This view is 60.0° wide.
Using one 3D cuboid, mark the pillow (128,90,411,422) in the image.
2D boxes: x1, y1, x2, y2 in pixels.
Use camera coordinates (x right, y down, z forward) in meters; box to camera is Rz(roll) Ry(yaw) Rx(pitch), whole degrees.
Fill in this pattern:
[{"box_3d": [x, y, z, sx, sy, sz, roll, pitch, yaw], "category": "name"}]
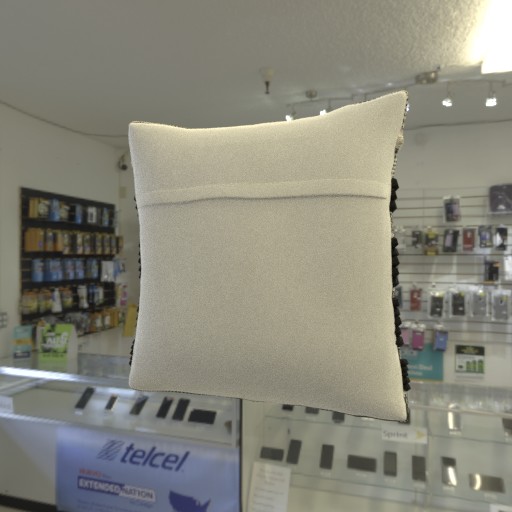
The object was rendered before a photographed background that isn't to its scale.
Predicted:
[{"box_3d": [0.000, 0.000, 0.660, 0.436, 0.438, 0.156, 0, 0, 19], "category": "pillow"}]
